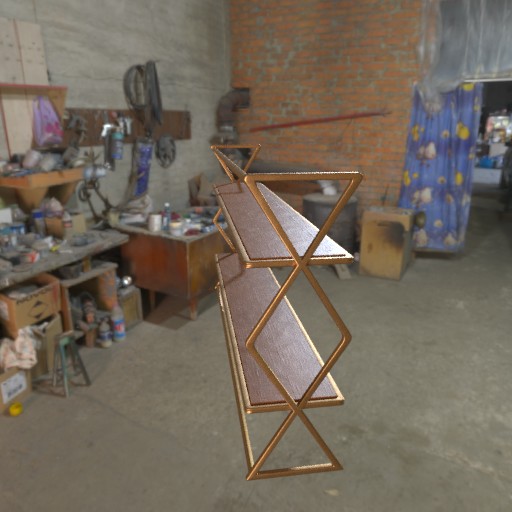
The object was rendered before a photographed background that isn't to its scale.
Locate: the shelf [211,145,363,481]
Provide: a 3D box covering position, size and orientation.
[{"bbox_3d":[0.000,0.000,0.994,0.150,0.450,0.822,-2,17,-8],"label":"shelf"}]
